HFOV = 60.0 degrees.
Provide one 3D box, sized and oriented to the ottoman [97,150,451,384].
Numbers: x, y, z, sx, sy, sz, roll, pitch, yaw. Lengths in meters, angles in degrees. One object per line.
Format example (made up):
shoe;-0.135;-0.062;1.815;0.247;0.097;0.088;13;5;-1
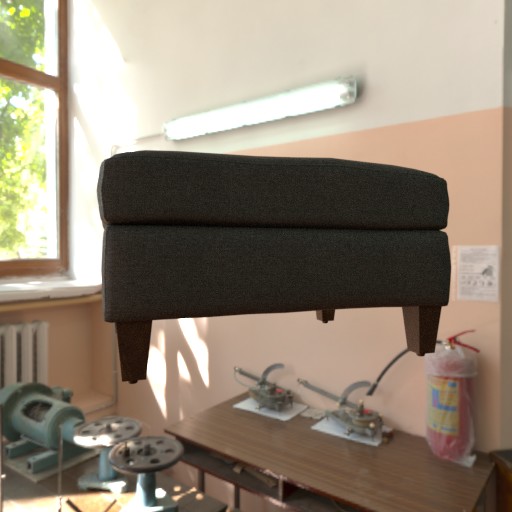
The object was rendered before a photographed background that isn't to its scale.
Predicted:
ottoman;0.000;0.000;1.235;0.826;0.496;0.639;0;1;-19
